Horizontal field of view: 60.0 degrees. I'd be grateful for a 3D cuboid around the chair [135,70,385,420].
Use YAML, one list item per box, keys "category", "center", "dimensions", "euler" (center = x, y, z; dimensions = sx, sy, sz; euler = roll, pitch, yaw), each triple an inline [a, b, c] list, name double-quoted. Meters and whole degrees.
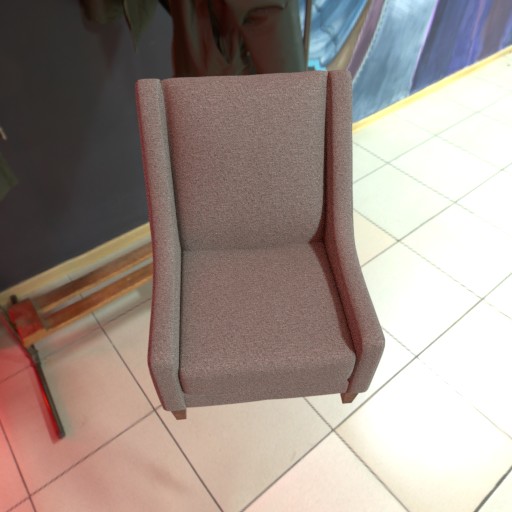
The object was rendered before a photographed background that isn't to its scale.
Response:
- category: "chair"
  center: [0.000, 0.000, 1.641]
  dimensions: [0.774, 1.016, 0.870]
  euler: [-4, 48, -4]
